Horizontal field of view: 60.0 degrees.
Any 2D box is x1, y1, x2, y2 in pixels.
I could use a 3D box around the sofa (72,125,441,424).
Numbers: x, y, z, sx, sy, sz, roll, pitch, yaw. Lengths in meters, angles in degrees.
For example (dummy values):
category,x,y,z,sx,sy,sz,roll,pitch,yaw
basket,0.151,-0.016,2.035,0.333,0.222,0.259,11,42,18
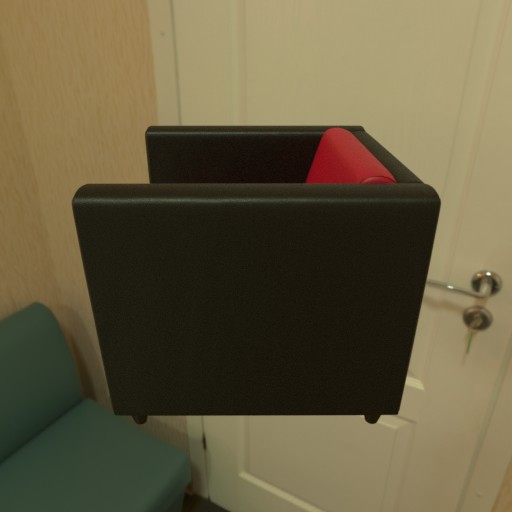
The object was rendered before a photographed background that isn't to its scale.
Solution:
category,x,y,z,sx,sy,sz,roll,pitch,yaw
sofa,0.000,0.000,1.457,0.809,0.724,0.839,0,27,0
